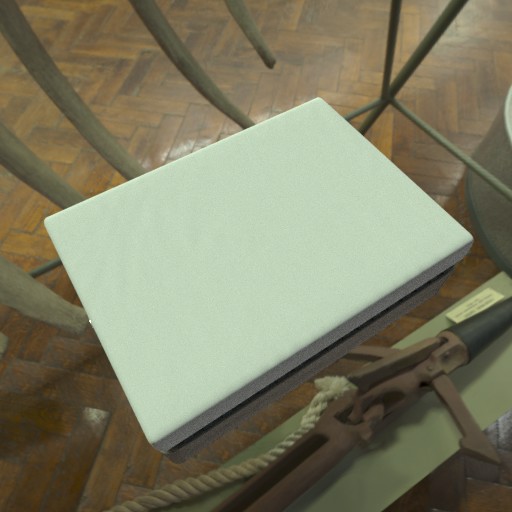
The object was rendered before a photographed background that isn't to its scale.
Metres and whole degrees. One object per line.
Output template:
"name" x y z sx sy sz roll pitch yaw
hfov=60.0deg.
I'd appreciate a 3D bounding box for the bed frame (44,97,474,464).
"bed frame" 0.000 0.000 2.588 1.900 0.561 1.400 -29 62 -17
